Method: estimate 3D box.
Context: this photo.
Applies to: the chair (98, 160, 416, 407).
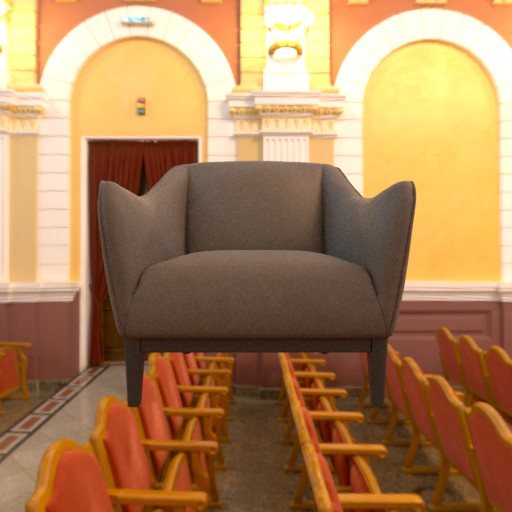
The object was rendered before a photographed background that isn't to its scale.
[{"bbox_3d":[0.000,0.000,1.578,0.871,0.830,0.852,0,0,0],"label":"chair"}]
